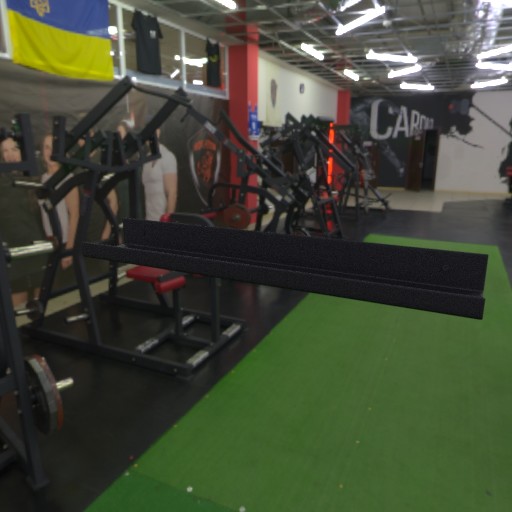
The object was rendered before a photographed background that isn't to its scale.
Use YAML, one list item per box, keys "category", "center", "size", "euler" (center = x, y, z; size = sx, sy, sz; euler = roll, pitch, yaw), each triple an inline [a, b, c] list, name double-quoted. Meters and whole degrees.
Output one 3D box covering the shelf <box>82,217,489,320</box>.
- category: "shelf"
  center: [0.000, 0.000, 0.653]
  size: [0.605, 0.053, 0.102]
  euler: [7, 16, 26]
